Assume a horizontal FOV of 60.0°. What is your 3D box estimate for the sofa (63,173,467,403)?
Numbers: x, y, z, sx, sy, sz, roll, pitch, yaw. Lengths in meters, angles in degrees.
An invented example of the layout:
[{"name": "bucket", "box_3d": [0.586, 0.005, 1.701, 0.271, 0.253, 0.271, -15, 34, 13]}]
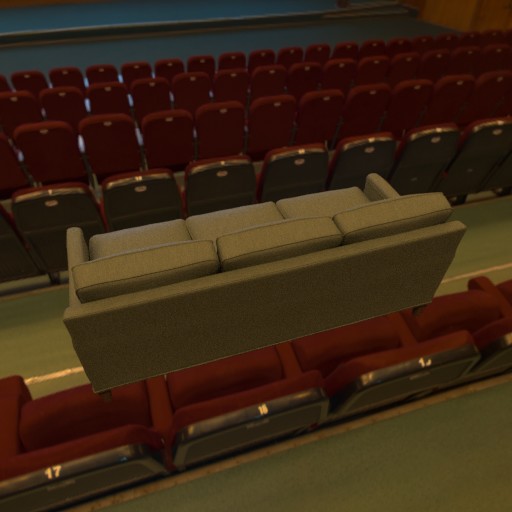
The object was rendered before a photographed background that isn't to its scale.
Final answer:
[{"name": "sofa", "box_3d": [0.000, 0.000, 2.833, 2.246, 1.003, 1.084, -12, 43, -14]}]
